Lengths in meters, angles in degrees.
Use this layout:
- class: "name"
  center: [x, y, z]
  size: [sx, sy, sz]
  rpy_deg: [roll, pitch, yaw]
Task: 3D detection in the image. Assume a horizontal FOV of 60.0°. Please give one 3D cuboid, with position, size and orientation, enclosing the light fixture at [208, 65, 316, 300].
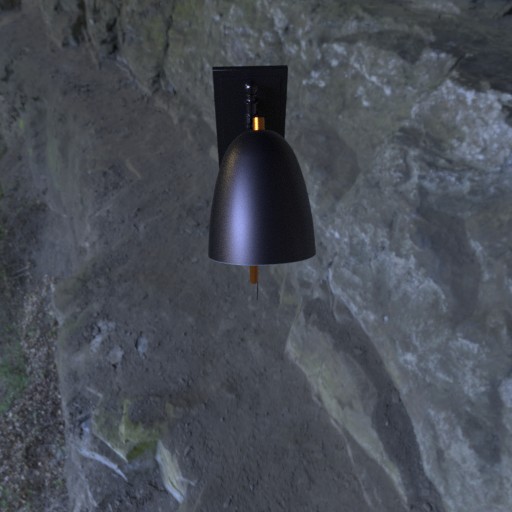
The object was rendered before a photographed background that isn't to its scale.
- class: "light fixture"
  center: [0.000, 0.000, 0.933]
  size: [0.162, 0.715, 0.499]
  rpy_deg: [-2, 45, -2]
